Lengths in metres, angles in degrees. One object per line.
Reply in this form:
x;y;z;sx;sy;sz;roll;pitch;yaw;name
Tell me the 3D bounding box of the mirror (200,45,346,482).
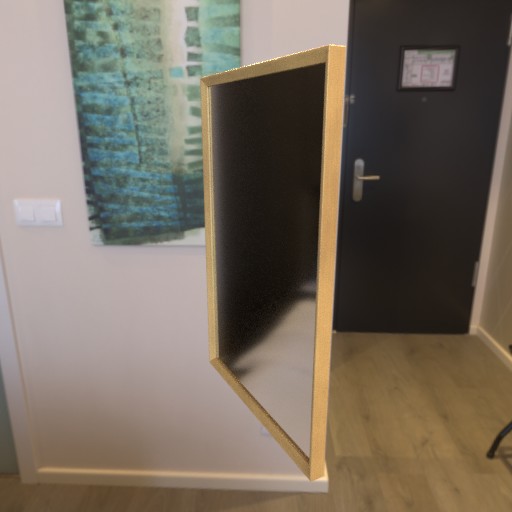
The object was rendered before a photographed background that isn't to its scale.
0.000;0.000;1.153;0.041;0.915;0.609;-8;18;-27;mirror
